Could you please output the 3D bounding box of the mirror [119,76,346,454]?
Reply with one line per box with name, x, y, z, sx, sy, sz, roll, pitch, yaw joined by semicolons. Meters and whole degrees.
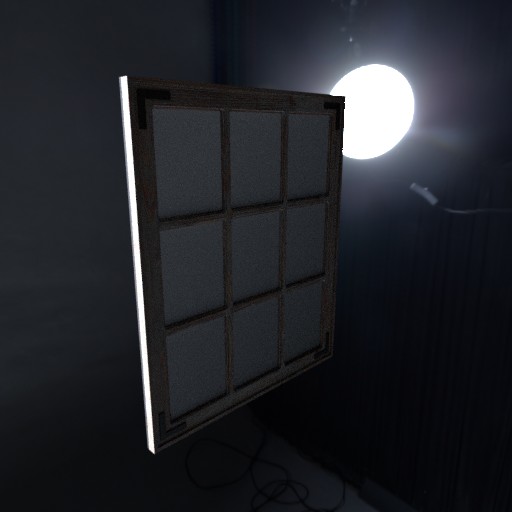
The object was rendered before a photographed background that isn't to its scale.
mirror;0.000;0.000;1.243;0.730;0.882;0.032;-14;21;-42
